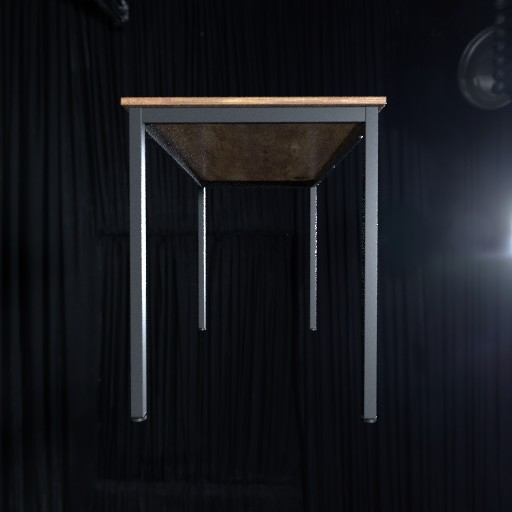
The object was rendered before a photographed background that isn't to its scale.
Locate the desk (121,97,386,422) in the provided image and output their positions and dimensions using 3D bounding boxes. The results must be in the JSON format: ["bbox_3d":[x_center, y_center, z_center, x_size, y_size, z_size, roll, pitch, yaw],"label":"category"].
[{"bbox_3d":[0.000,0.000,1.609,0.600,0.749,1.200,0,1,1],"label":"desk"}]
